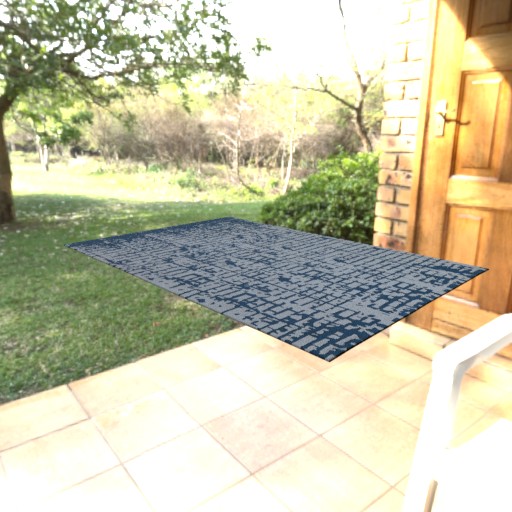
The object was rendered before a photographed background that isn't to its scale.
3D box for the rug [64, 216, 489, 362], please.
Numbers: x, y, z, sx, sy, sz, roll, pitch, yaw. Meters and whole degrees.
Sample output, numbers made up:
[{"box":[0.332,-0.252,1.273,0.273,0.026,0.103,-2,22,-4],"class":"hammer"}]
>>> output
[{"box":[0.000,0.000,2.260,1.220,0.007,1.828,-15,21,-42],"class":"rug"}]
